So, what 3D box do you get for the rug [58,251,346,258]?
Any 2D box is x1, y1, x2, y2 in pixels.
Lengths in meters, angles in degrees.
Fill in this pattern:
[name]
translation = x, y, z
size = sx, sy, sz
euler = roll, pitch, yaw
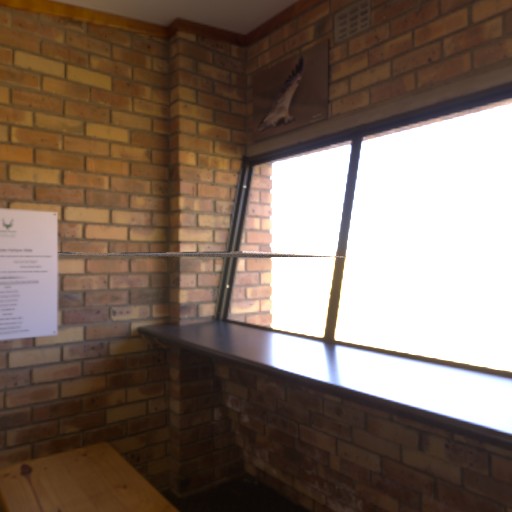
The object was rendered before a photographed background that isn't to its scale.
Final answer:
[rug]
translation = 0.000, 0.000, 2.740
size = 0.768, 0.011, 2.446
euler = 0, -1, 19
